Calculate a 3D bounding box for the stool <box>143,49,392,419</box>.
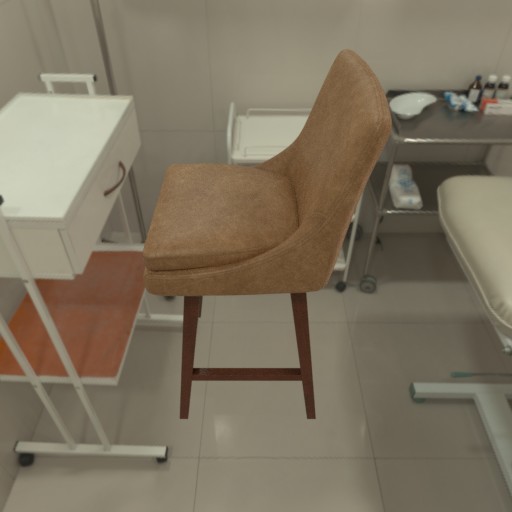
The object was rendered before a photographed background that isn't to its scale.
[{"bbox_3d":[0.000,0.000,1.358,0.572,1.079,0.487,0,42,0],"label":"stool"}]
